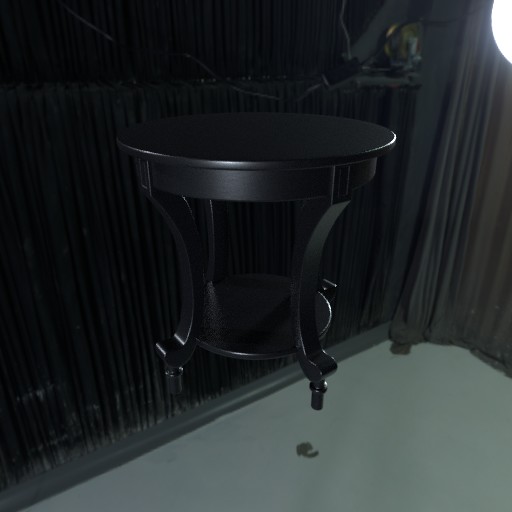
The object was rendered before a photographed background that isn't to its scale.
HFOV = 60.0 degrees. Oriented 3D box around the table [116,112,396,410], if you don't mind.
[{"bbox_3d":[0.000,0.000,1.113,0.597,0.618,0.597,0,25,0],"label":"table"}]
